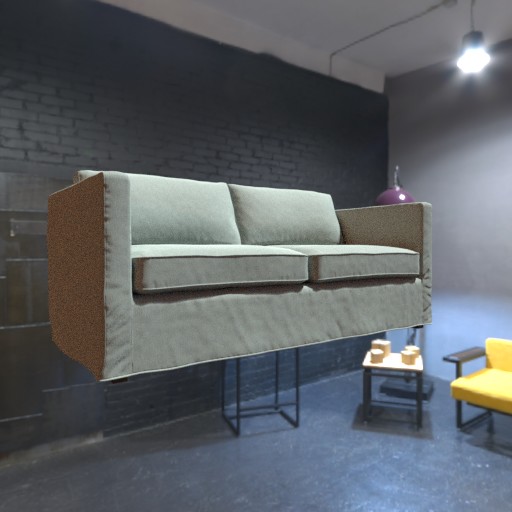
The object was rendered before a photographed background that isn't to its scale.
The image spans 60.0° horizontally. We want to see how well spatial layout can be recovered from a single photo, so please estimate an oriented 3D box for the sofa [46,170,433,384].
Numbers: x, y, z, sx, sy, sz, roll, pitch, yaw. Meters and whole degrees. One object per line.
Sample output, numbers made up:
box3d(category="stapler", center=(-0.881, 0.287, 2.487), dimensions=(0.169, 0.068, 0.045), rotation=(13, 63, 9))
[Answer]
box3d(category="sofa", center=(0.000, 0.000, 2.446), dimensions=(1.987, 0.870, 0.940), rotation=(-1, 1, -36))
